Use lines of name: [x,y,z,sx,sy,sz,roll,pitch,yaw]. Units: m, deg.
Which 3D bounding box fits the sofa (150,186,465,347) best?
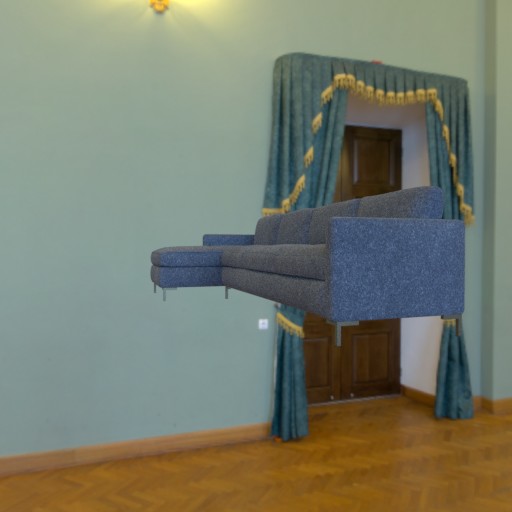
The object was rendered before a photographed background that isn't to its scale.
sofa: [0.000,0.000,3.465,1.350,0.810,2.932,0,1,-19]
